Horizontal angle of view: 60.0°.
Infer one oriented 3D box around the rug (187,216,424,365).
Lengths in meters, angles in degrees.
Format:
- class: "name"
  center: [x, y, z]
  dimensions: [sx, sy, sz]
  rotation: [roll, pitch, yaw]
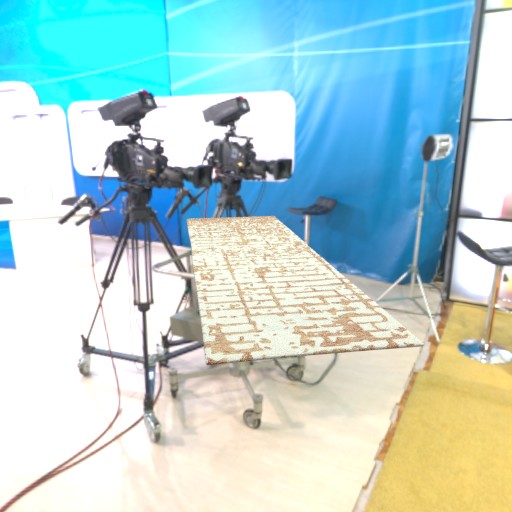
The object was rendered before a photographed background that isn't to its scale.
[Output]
- class: "rug"
  center: [0.000, 0.000, 2.616]
  dimensions: [0.750, 0.011, 2.435]
  rotation: [-3, 16, -10]
